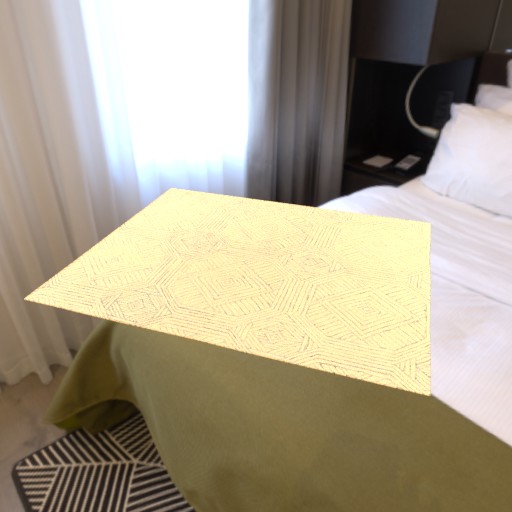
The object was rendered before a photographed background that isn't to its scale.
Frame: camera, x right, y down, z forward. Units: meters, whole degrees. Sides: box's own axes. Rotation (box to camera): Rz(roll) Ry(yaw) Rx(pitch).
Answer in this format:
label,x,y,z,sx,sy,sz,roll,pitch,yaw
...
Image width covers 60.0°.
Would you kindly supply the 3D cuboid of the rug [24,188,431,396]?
label,x,y,z,sx,sy,sz,roll,pitch,yaw
rug,0.000,0.000,4.085,3.049,0.015,2.457,10,32,16
